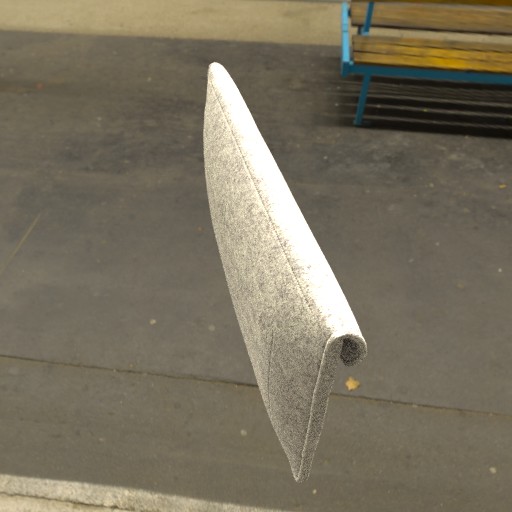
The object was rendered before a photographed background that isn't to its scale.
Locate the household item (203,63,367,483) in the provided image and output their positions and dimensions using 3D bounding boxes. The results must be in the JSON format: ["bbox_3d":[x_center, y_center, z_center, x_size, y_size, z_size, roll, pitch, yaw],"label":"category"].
[{"bbox_3d":[0.000,0.000,0.408,0.057,0.221,0.335,-11,47,-10],"label":"household item"}]
